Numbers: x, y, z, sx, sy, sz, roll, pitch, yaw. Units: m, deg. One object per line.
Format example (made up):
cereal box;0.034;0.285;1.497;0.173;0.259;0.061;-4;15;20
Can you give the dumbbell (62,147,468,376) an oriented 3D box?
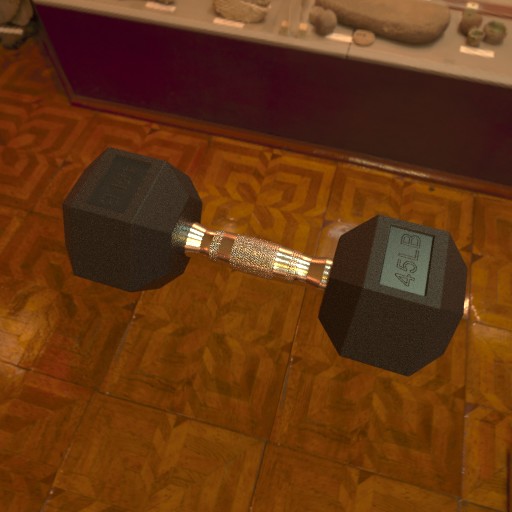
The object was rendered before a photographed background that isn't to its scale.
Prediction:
dumbbell;0.000;0.000;0.418;0.356;0.123;0.141;15;61;9
